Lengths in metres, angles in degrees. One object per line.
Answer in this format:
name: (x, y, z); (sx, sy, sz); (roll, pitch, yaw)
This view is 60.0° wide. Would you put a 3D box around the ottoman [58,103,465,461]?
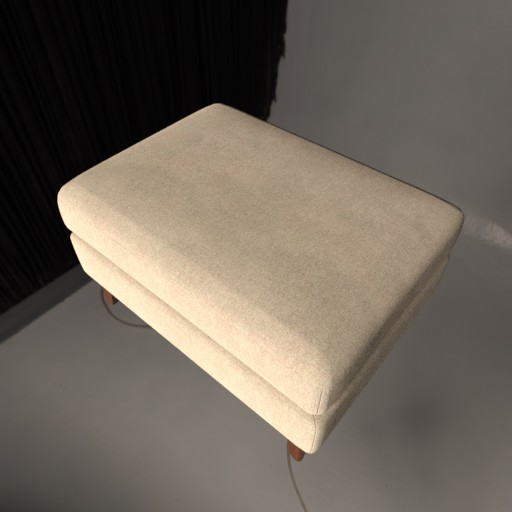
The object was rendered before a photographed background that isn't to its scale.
ottoman: (0.000, 0.000, 1.196); (0.823, 0.478, 0.610); (32, 54, 26)
